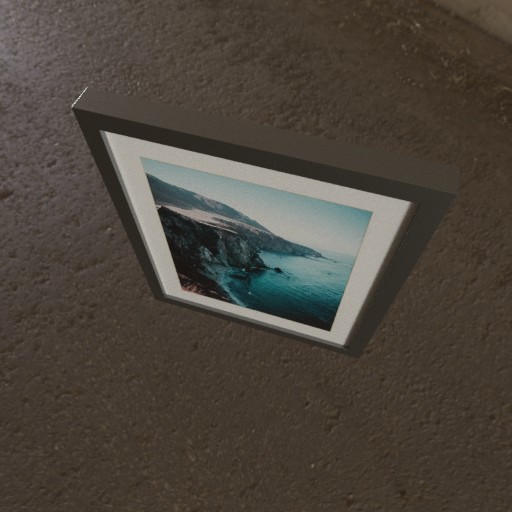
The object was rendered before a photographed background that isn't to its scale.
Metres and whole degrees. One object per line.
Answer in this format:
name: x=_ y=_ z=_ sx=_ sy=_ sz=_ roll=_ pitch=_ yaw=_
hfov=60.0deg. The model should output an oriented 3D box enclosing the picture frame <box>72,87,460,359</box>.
picture frame: x=0.000 y=0.000 z=1.350 sx=0.839 sy=0.968 sz=0.073 roll=15 pitch=59 yaw=9
